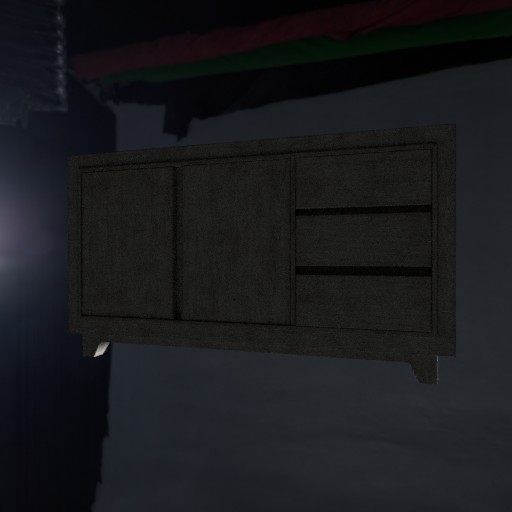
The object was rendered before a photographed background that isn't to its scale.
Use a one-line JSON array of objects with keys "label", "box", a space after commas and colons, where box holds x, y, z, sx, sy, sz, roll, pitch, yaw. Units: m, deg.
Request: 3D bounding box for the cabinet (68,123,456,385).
[{"label": "cabinet", "box": [0.000, 0.000, 1.834, 1.460, 0.825, 0.511, 0, 0, 17]}]
